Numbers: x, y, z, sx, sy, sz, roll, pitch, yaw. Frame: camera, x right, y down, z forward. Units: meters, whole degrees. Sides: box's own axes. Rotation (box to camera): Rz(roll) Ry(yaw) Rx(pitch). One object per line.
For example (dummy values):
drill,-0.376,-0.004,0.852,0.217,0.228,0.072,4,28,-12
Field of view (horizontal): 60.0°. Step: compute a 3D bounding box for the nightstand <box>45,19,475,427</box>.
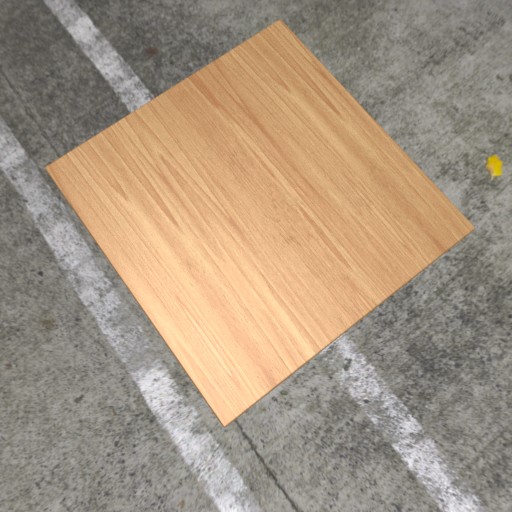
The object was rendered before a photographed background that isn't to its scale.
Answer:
nightstand,0.000,0.000,0.901,0.418,0.614,0.428,-36,78,-9
